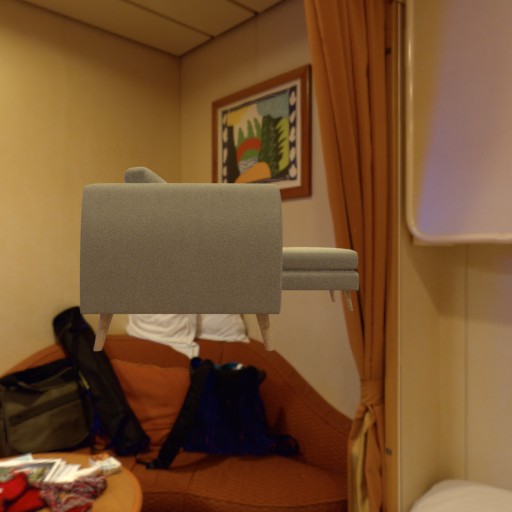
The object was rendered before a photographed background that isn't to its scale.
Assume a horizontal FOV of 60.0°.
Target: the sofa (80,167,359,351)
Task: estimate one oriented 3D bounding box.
[{"bbox_3d":[0.000,0.000,3.088,1.580,0.860,2.300,0,0,0],"label":"sofa"}]
